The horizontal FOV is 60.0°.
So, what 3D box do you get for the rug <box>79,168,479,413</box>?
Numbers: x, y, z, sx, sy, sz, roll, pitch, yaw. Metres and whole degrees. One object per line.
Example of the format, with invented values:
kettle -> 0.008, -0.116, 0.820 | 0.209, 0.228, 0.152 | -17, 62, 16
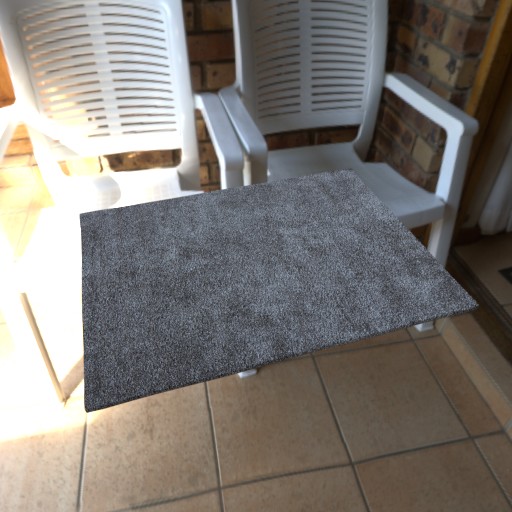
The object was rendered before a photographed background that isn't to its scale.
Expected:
rug -> 0.000, 0.000, 2.121 | 1.601, 0.025, 1.198 | -12, 42, -13
